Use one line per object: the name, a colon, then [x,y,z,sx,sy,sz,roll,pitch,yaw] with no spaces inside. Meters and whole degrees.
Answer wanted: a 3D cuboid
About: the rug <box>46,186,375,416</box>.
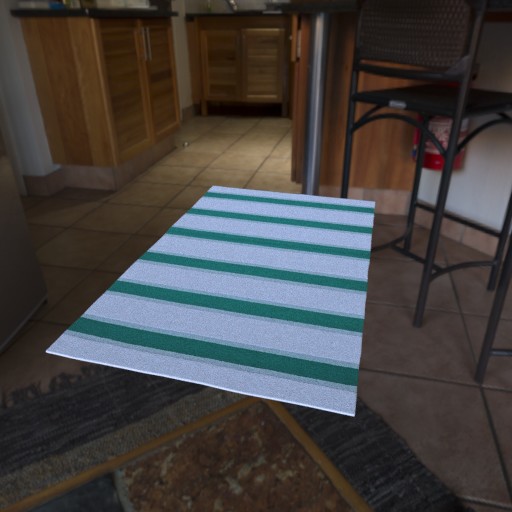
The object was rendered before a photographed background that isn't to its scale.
rug: [0.000,0.000,3.058,1.521,0.015,2.436,8,30,13]
